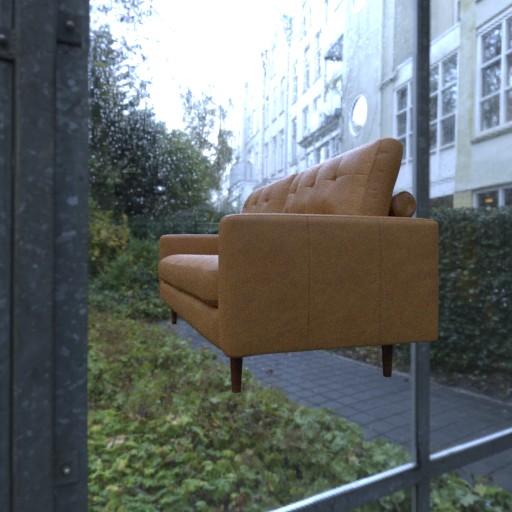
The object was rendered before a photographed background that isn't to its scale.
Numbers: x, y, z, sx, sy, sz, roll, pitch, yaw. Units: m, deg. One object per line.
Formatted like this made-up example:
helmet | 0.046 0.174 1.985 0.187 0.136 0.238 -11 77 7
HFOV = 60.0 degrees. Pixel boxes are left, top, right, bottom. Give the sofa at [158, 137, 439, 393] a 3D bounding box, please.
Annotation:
sofa | 0.000 0.000 2.288 0.850 0.898 1.821 0 0 -18
